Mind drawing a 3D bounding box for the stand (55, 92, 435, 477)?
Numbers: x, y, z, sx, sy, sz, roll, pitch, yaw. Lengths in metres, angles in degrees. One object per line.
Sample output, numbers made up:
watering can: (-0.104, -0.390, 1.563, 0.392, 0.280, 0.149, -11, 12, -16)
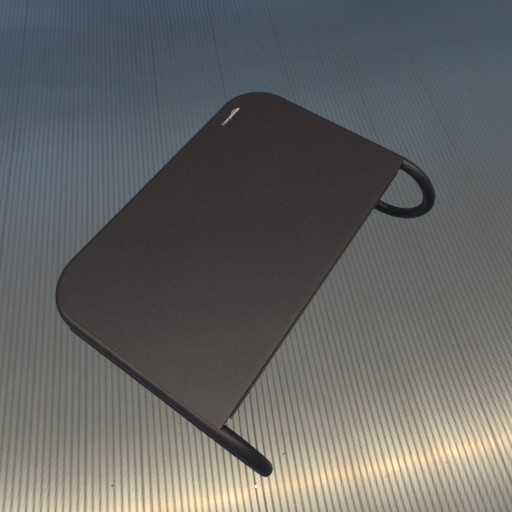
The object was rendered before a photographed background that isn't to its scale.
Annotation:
stand: (0.000, 0.000, 0.512, 0.280, 0.108, 0.370, 31, 67, 15)
